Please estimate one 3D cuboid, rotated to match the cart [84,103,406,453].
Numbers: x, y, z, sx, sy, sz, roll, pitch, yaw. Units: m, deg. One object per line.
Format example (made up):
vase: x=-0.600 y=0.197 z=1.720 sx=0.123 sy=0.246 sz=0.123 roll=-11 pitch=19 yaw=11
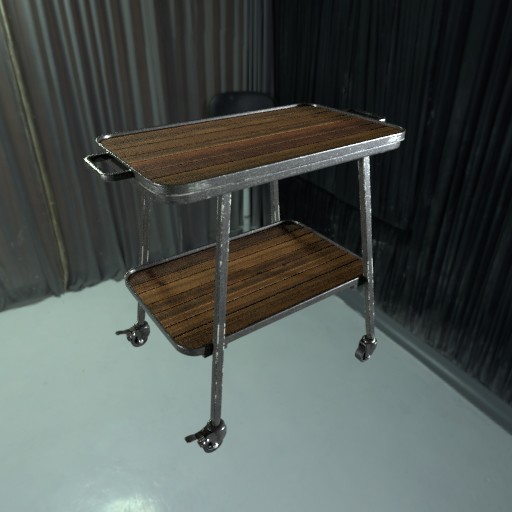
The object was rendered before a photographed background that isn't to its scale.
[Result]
cart: x=0.000 y=0.000 z=1.263 sx=0.806 sy=0.700 sz=0.515 roll=-20 pitch=36 yaw=-30
